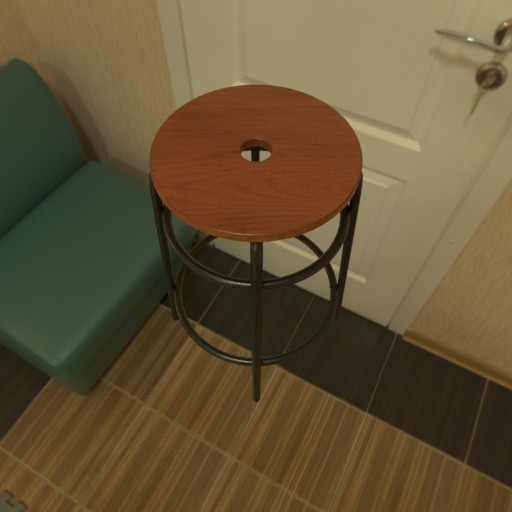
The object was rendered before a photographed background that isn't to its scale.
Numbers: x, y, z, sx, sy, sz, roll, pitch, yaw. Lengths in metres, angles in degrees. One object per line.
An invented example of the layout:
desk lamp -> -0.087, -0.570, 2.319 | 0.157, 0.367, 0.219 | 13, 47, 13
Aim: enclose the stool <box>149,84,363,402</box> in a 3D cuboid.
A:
stool -> 0.000, 0.000, 0.954 | 0.455, 0.610, 0.455 | 0, 57, 0
